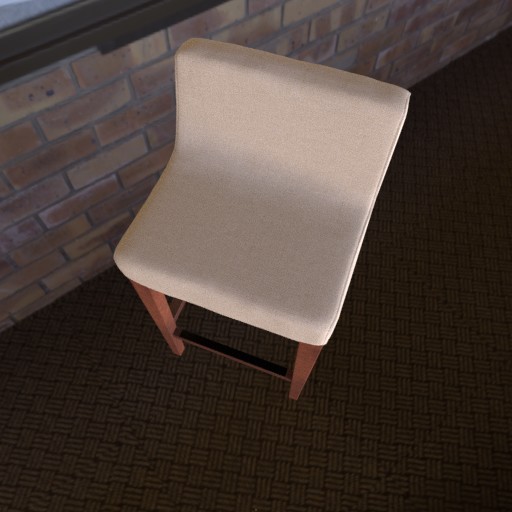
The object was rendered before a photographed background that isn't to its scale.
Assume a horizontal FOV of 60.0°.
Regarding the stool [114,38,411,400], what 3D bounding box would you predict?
[{"bbox_3d":[0.000,0.000,1.229,0.511,0.937,0.500,18,62,10],"label":"stool"}]
